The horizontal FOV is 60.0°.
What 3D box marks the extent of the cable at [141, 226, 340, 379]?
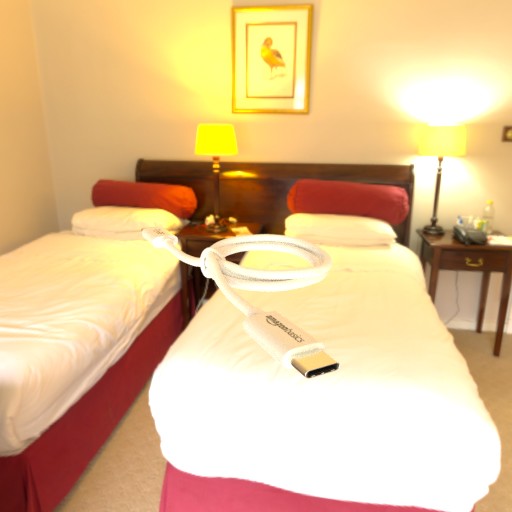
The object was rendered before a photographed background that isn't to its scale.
[{"bbox_3d":[0.000,0.000,0.208,0.070,0.014,0.186,-8,18,-26],"label":"cable"}]
